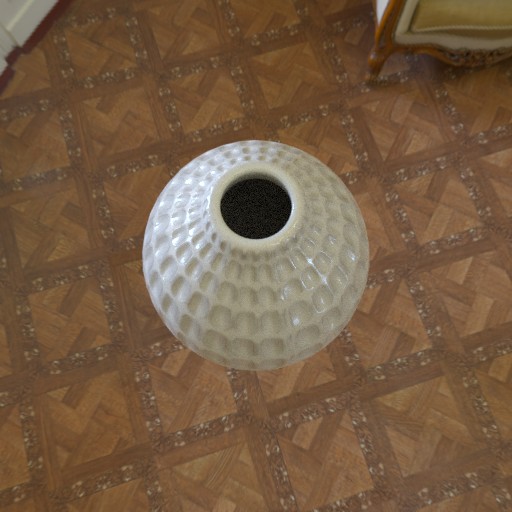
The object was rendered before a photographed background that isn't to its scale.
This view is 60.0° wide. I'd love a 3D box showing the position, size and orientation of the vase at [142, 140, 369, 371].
[{"bbox_3d":[0.000,0.000,0.255,0.128,0.167,0.128,0,76,0],"label":"vase"}]
